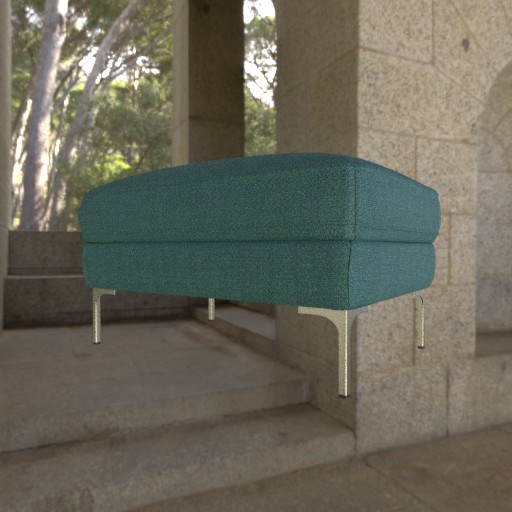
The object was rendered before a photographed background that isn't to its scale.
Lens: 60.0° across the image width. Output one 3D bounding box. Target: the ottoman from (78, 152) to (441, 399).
[{"bbox_3d":[0.000,0.000,1.220,0.856,0.498,0.563,1,1,36],"label":"ottoman"}]
